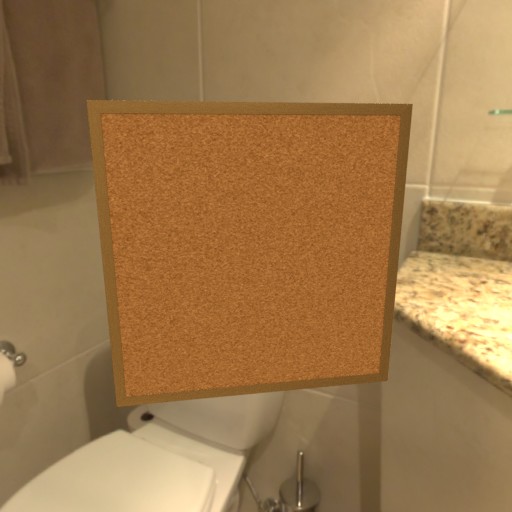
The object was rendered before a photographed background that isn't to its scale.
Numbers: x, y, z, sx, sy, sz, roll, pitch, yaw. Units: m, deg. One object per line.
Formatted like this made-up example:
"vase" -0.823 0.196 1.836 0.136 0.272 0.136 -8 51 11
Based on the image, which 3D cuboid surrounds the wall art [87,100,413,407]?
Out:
"wall art" 0.000 0.000 0.467 0.304 0.305 0.038 -3 16 -9
